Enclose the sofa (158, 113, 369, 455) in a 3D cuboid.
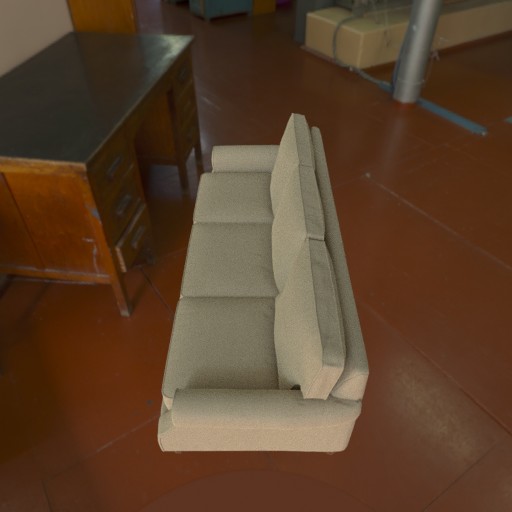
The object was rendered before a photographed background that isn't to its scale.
[{"bbox_3d":[0.000,0.000,2.814,0.966,0.948,2.354,0,43,0],"label":"sofa"}]
